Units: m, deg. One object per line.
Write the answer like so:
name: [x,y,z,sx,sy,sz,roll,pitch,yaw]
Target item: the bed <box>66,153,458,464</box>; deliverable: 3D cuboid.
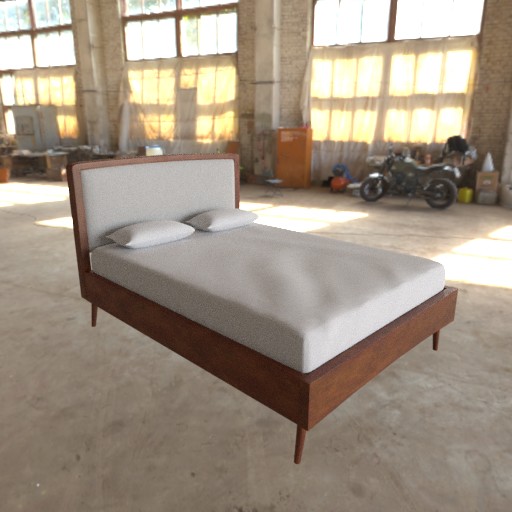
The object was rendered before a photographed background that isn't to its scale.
bed: [0.000,0.000,3.085,2.196,1.275,1.587,16,23,42]
